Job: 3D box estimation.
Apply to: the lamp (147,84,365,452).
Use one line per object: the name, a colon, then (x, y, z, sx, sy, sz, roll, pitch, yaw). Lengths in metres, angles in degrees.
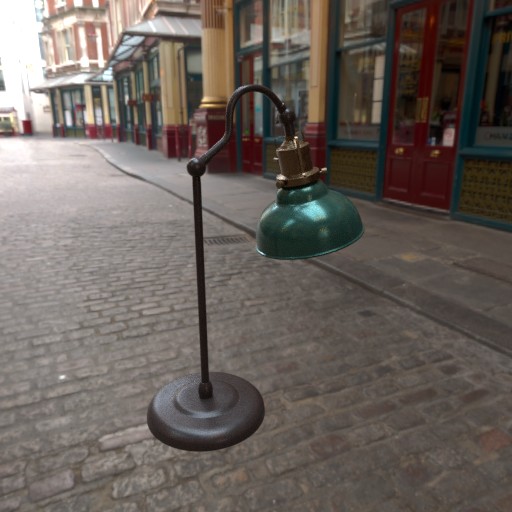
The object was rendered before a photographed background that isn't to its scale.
lamp: (0.000, 0.000, 0.700, 0.374, 0.508, 0.192, -8, 18, -26)
